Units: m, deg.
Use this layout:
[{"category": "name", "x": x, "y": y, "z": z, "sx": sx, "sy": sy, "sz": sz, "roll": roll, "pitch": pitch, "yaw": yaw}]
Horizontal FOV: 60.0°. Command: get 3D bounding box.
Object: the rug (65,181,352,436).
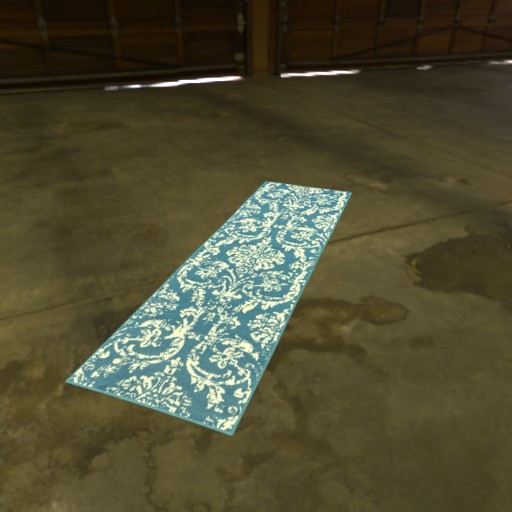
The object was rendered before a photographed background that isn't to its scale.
[{"category": "rug", "x": 0.000, "y": 0.000, "z": 2.399, "sx": 0.662, "sy": 0.011, "sz": 2.196, "roll": 11, "pitch": 32, "yaw": 18}]
